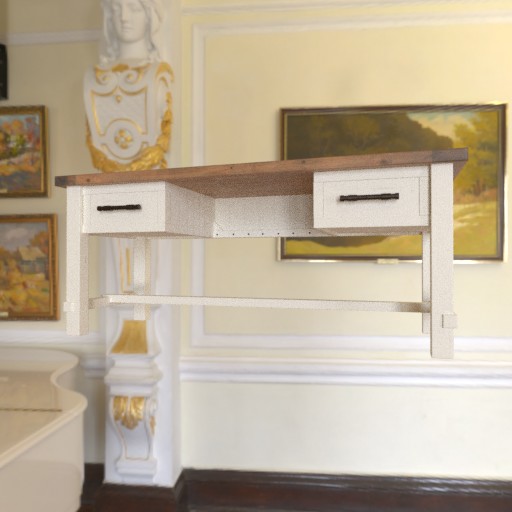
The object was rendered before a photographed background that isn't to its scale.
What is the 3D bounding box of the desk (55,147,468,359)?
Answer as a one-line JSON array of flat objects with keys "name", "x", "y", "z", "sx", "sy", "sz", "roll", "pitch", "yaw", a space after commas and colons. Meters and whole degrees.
[{"name": "desk", "x": 0.000, "y": 0.000, "z": 2.175, "sx": 1.803, "sy": 0.762, "sz": 0.688, "roll": 0, "pitch": -1, "yaw": 18}]
